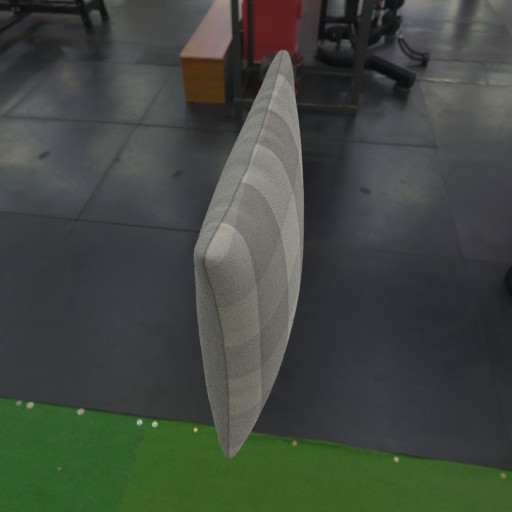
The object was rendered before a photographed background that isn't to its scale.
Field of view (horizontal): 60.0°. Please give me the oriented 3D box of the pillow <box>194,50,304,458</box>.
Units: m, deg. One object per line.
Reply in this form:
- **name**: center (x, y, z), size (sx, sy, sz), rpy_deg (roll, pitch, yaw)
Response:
- **pillow**: center (0.000, 0.000, 0.770), size (0.161, 0.509, 0.511), rpy_deg (8, 46, 8)
